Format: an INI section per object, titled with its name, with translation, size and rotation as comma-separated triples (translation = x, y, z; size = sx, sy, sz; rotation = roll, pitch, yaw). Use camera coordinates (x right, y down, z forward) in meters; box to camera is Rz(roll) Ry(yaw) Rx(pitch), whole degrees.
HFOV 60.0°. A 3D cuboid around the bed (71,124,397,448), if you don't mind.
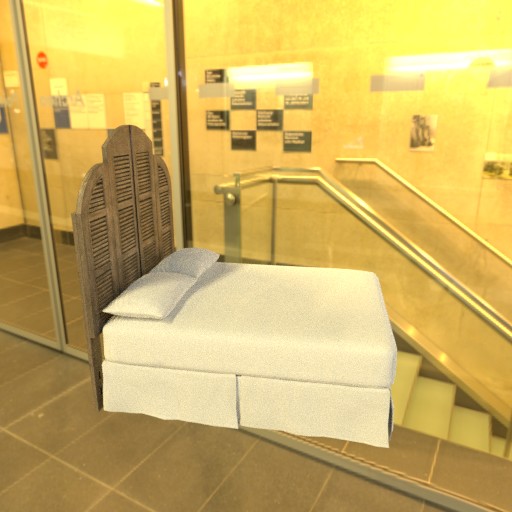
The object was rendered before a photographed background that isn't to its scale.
[bed]
translation = 0.000, 0.000, 3.553
size = 2.138, 2.019, 1.713
rotation = 3, 17, 10
